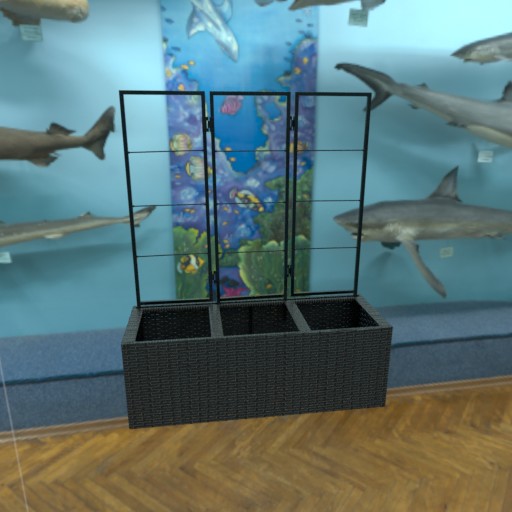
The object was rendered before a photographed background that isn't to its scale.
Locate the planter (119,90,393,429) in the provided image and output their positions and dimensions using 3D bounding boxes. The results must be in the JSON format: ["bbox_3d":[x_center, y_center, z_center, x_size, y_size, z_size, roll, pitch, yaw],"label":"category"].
[{"bbox_3d":[0.000,0.000,1.187,0.699,0.841,0.244,-2,17,-8],"label":"planter"}]
